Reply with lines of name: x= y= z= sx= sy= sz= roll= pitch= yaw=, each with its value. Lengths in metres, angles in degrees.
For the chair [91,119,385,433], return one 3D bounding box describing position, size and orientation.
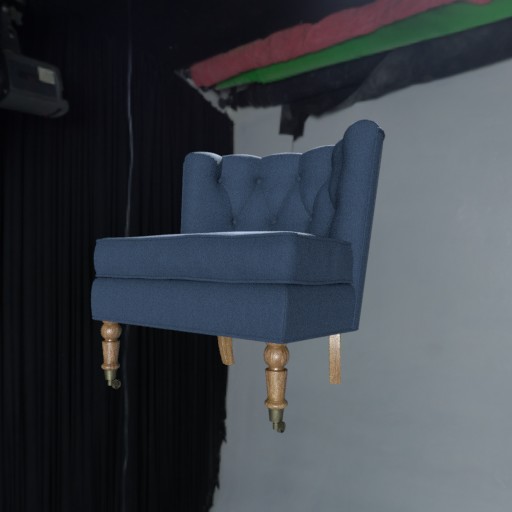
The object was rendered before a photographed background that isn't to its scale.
chair: x=0.000 y=0.000 z=1.372 sx=0.740 sy=0.771 sz=0.718 roll=0 pitch=-1 yaw=36
